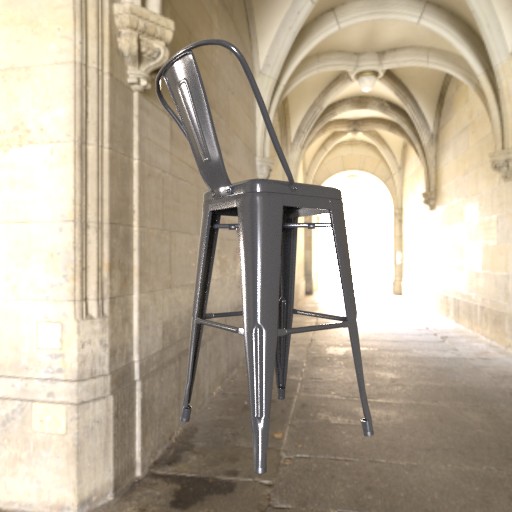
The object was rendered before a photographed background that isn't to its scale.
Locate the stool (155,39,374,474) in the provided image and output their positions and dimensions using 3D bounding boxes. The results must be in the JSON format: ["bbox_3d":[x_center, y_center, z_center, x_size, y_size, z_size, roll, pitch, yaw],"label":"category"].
[{"bbox_3d":[0.000,0.000,1.279,0.528,1.022,0.432,0,0,-35],"label":"stool"}]
